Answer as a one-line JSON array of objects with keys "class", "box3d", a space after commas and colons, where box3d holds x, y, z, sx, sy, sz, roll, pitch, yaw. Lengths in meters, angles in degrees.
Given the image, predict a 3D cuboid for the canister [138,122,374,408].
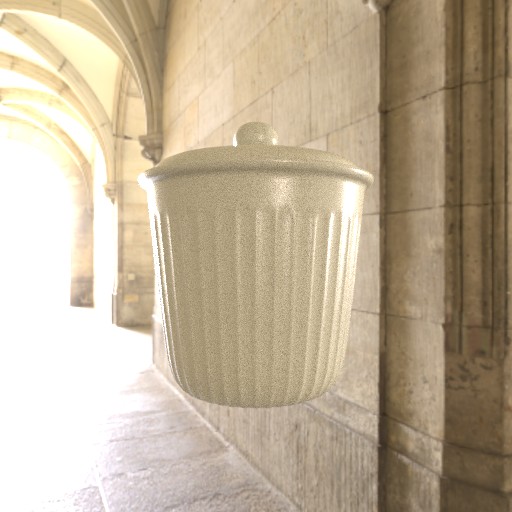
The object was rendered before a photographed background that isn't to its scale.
[{"class": "canister", "box3d": [0.000, 0.000, 0.353, 0.181, 0.211, 0.181, 0, 0, 0]}]
